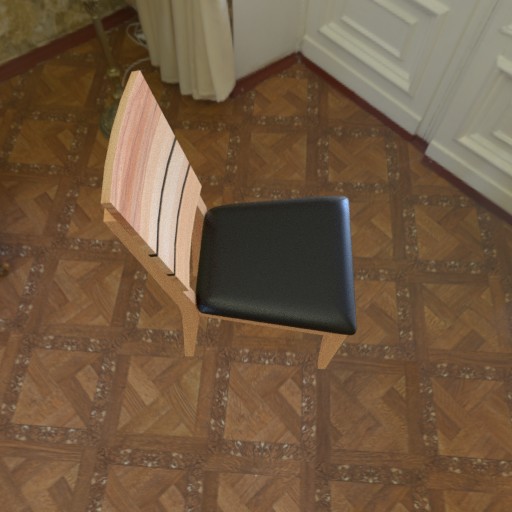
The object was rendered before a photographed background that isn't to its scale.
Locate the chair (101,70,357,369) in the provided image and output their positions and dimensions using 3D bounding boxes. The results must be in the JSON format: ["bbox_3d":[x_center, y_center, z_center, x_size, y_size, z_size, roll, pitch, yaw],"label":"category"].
[{"bbox_3d":[0.000,0.000,1.188,0.520,0.940,0.410,2,64,1],"label":"chair"}]
